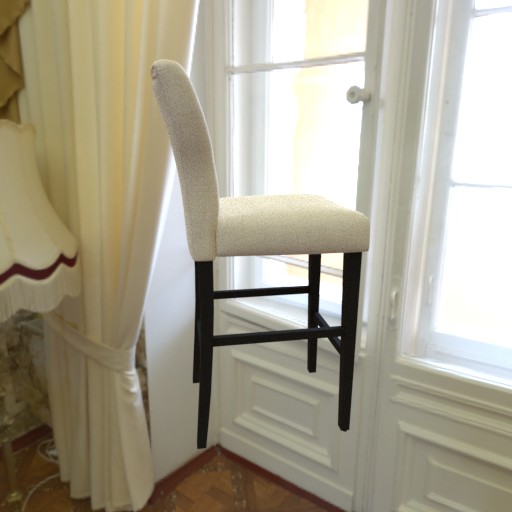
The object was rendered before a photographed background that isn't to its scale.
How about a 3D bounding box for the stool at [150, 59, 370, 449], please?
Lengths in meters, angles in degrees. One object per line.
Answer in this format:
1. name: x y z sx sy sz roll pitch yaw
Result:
1. stool: 0.000 0.000 1.463 0.603 1.124 0.516 -3 16 -9
